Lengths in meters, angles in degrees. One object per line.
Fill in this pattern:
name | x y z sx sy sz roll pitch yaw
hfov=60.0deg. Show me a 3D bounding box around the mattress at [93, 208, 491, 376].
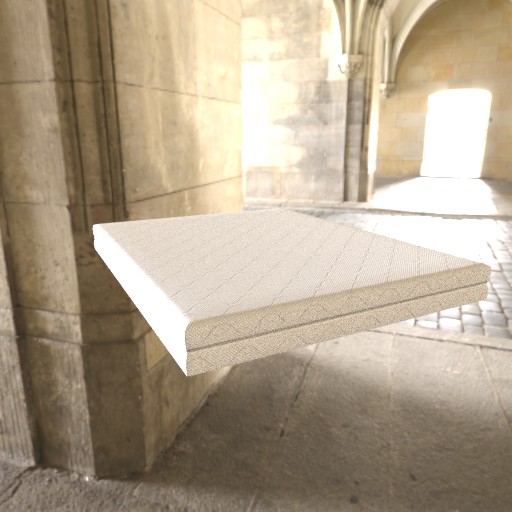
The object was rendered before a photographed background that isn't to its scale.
mattress | 0.000 0.000 2.711 1.600 0.200 2.000 -8 17 -27
